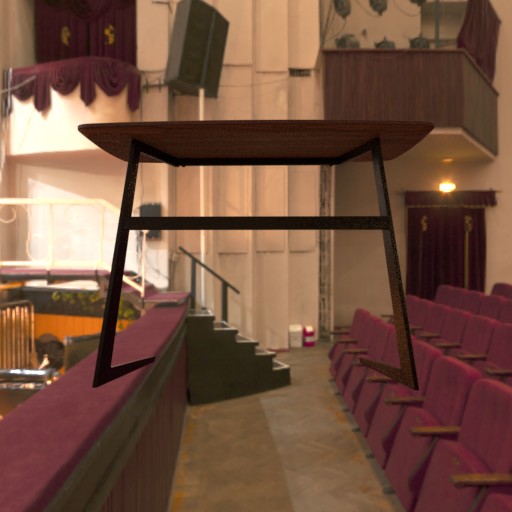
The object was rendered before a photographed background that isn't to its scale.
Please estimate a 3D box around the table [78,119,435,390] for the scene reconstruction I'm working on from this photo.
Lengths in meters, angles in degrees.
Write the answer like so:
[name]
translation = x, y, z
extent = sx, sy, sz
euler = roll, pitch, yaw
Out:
[table]
translation = 0.000, 0.000, 1.115
extent = 0.804, 0.576, 0.361
euler = 0, 0, 1
